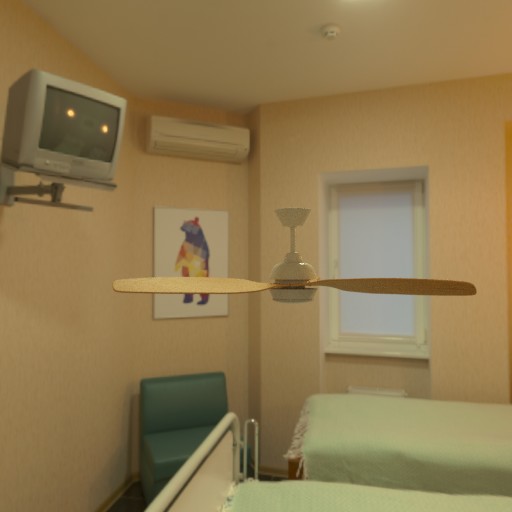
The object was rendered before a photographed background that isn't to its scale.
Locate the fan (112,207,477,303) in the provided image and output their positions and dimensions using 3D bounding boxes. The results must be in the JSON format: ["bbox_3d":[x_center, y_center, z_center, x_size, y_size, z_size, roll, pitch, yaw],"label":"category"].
[{"bbox_3d":[0.000,0.000,1.643,1.010,0.355,1.142,1,-2,-19],"label":"fan"}]
